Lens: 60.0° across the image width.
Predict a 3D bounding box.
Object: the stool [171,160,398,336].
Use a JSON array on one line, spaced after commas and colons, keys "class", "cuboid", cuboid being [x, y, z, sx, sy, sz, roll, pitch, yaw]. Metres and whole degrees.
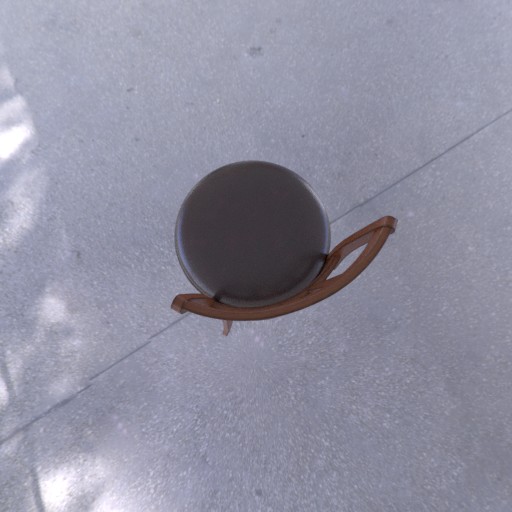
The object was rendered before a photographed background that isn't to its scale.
[{"class": "stool", "cuboid": [0.000, 0.000, 1.431, 0.464, 1.177, 0.503, -21, 78, -5]}]
